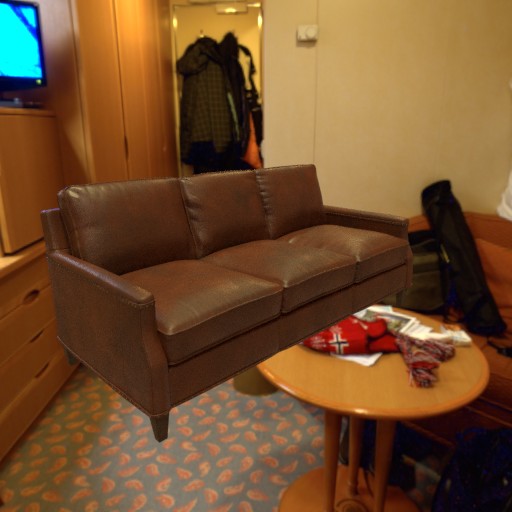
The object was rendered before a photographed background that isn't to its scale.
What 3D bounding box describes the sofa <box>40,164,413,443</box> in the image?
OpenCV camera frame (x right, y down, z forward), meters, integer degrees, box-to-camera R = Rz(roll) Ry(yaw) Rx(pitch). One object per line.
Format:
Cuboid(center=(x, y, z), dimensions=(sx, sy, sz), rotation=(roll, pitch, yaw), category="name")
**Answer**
Cuboid(center=(0.000, 0.000, 2.794), dimensions=(1.084, 1.003, 2.240), rotation=(16, 22, 43), category="sofa")
